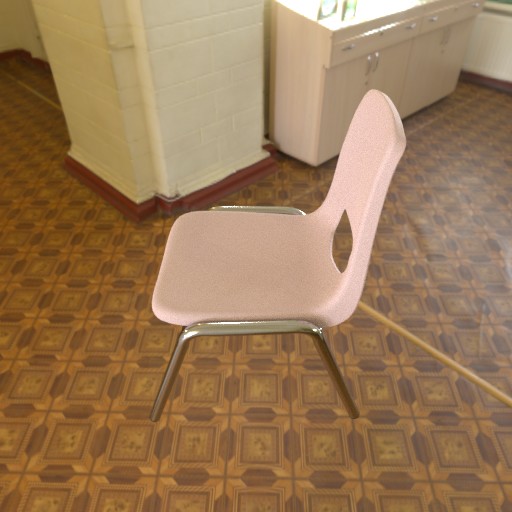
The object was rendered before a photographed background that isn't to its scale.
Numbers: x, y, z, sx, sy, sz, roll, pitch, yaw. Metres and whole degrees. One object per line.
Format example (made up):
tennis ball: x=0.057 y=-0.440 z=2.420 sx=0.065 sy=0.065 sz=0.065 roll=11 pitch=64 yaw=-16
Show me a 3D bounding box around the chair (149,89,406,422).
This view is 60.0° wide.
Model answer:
chair: x=0.000 y=0.000 z=0.829 sx=0.423 sy=0.586 sz=0.354 roll=1 pitch=41 yaw=1
